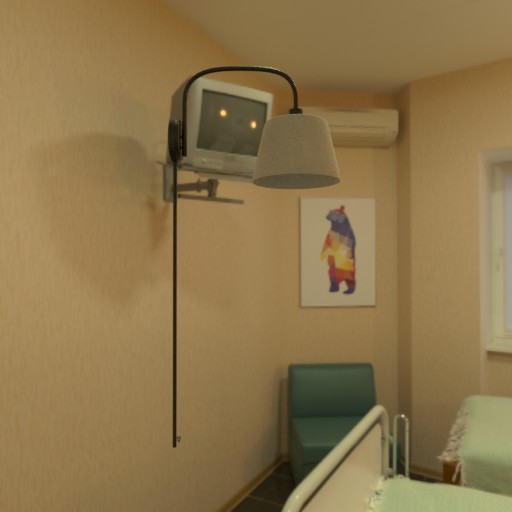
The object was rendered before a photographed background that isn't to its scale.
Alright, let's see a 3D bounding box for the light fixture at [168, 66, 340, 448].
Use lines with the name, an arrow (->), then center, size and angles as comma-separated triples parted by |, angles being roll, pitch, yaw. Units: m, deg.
light fixture -> 0.000, 0.000, 0.464 | 0.176, 0.399, 0.092 | 0, -1, 0
